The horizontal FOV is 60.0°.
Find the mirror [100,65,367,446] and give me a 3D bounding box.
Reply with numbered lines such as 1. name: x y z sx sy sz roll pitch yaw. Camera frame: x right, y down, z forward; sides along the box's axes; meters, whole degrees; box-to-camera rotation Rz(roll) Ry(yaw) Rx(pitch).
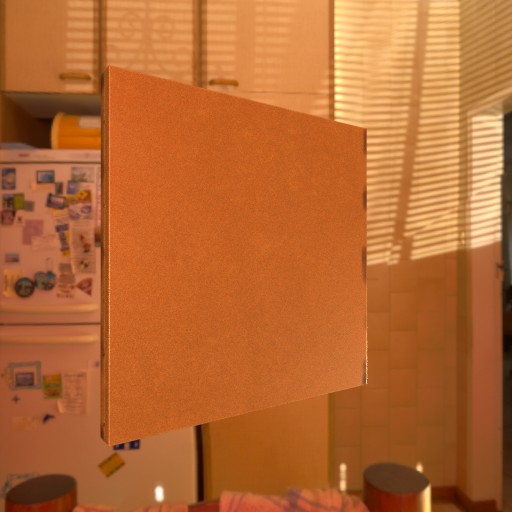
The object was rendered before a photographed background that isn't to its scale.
1. mirror: 0.000 0.000 0.752 0.509 0.507 0.042 0 0 -35
